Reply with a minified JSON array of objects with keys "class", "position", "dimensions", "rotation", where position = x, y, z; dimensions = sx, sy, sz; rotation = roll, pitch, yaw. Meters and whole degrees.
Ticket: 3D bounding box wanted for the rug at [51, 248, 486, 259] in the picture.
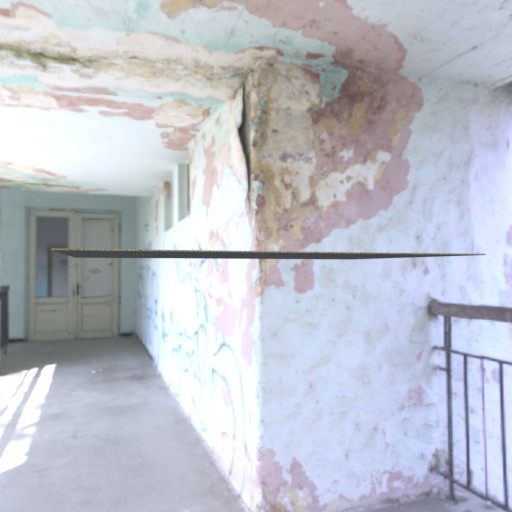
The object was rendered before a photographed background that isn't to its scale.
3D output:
[{"class":"rug","position":[0.000,0.000,2.204],"dimensions":[1.747,0.006,1.143],"rotation":[0,-2,-18]}]
